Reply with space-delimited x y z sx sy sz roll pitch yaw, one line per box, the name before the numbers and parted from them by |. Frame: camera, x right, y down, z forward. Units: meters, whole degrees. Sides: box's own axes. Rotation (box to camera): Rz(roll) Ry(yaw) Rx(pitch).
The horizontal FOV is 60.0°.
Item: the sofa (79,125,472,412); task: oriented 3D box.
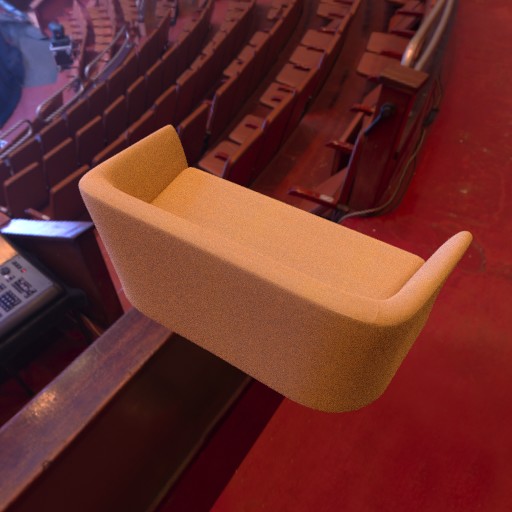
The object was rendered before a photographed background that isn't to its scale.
sofa | 0.000 0.000 1.843 1.452 0.721 0.705 25 51 22
